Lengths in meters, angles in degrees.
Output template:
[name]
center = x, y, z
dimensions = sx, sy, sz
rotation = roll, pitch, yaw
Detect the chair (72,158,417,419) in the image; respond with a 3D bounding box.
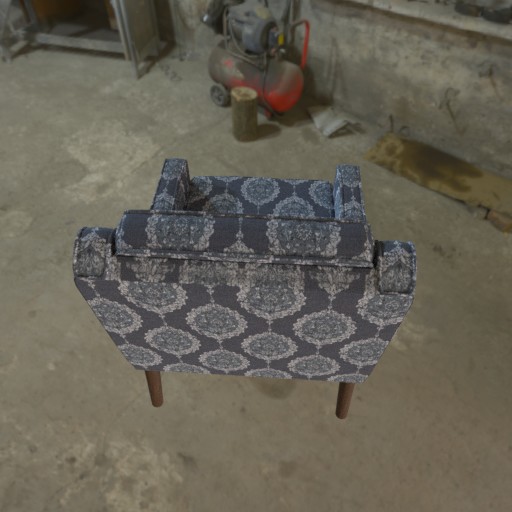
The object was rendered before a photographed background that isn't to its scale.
[chair]
center = 0.000, 0.000, 1.307
dimensions = 0.663, 0.792, 0.743
rotation = 3, 47, 3
